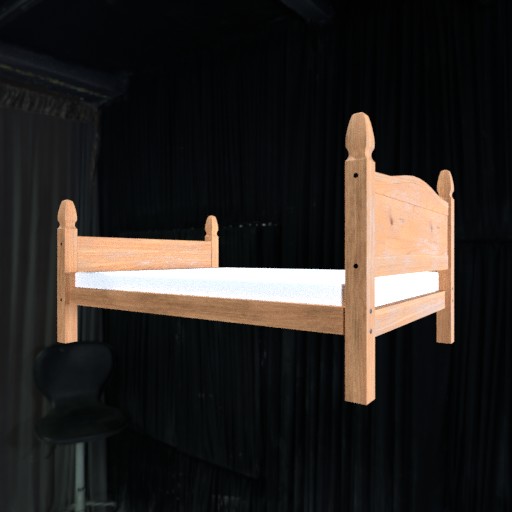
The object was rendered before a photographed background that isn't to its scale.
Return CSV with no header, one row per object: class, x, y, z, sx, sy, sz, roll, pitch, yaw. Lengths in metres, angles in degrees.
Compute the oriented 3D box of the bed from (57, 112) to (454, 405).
bed,0.000,0.000,2.842,2.069,1.100,1.490,0,0,36
